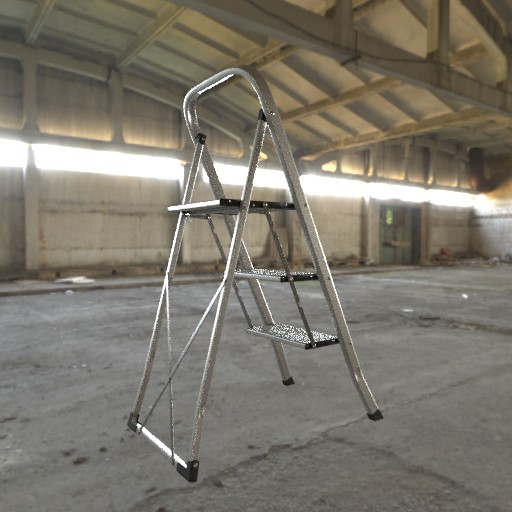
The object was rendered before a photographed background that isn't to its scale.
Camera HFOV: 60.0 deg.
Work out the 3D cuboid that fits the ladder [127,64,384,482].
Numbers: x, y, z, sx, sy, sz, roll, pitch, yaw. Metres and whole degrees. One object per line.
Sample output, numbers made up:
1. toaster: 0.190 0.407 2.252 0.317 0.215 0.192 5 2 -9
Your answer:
1. ladder: 0.000 0.000 1.416 0.704 1.070 0.465 -1 2 -36
